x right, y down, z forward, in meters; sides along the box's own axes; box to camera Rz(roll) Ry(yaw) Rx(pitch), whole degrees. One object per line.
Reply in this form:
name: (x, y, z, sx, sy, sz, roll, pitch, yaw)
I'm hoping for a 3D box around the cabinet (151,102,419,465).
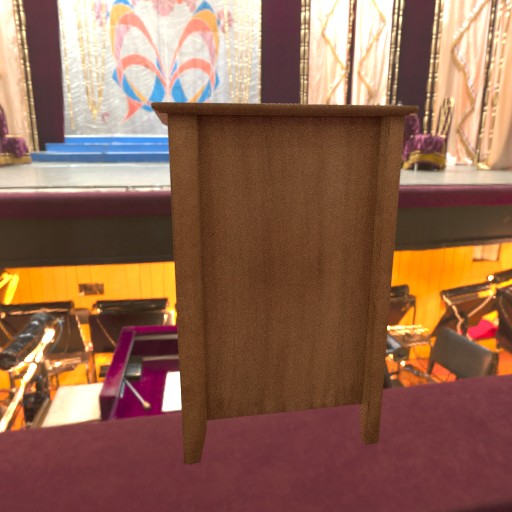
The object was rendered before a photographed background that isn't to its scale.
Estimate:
cabinet: (0.000, 0.000, 1.256, 0.503, 0.762, 0.763, -3, 15, -10)
